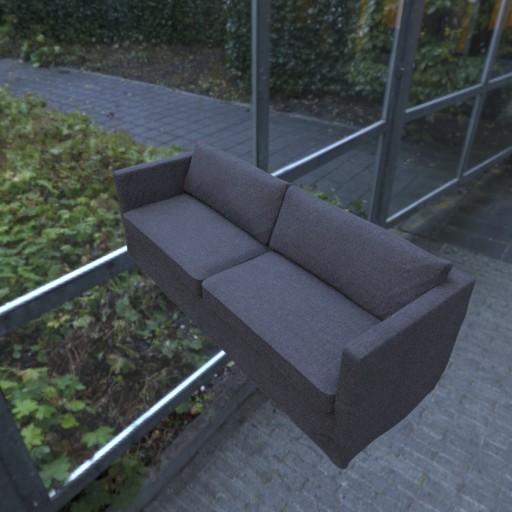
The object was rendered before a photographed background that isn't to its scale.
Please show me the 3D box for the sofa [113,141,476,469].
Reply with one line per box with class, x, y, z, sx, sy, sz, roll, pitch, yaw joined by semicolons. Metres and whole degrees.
sofa;0.000;0.000;3.314;1.036;0.998;2.779;-23;40;-31
